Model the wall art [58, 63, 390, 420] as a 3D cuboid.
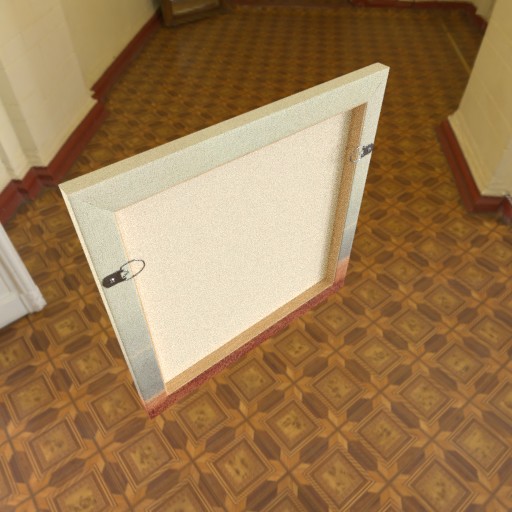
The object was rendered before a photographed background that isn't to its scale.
[{"bbox_3d":[0.000,0.000,0.594,0.405,0.405,0.023,-30,52,-27],"label":"wall art"}]
